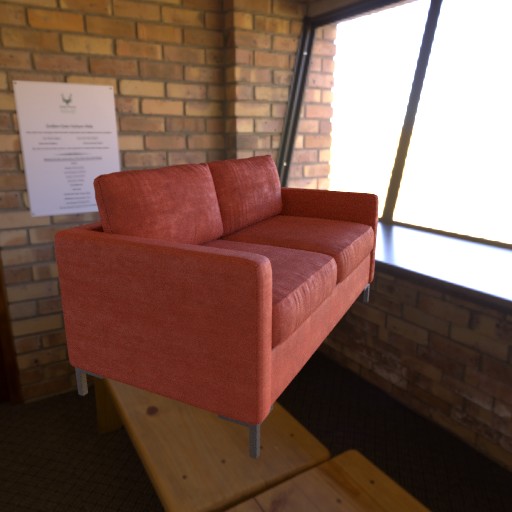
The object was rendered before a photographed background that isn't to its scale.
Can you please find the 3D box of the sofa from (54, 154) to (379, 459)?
[{"bbox_3d":[0.000,0.000,2.128,0.864,0.896,1.574,7,17,26],"label":"sofa"}]
